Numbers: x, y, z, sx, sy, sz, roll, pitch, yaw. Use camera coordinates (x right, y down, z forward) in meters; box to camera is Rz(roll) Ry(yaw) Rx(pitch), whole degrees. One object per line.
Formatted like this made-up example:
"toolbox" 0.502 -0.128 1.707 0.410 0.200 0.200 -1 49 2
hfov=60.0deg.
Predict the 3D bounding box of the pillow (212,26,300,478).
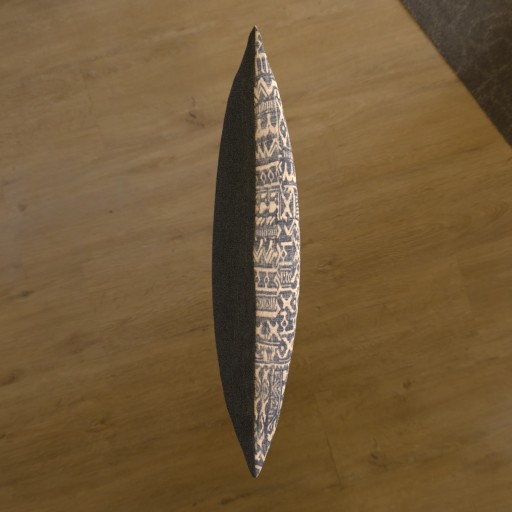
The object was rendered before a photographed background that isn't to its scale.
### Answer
"pillow" 0.000 0.000 0.737 0.148 0.292 0.631 0 90 0
